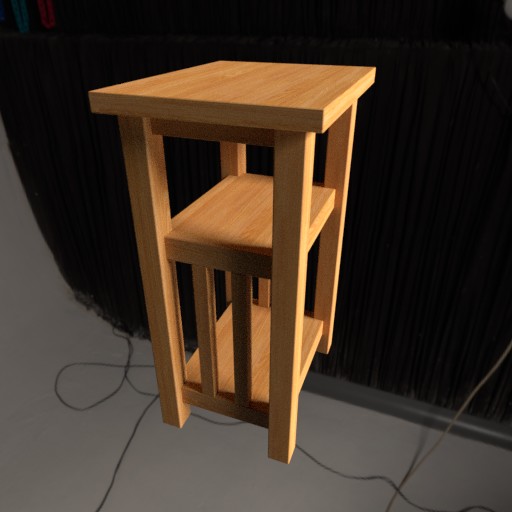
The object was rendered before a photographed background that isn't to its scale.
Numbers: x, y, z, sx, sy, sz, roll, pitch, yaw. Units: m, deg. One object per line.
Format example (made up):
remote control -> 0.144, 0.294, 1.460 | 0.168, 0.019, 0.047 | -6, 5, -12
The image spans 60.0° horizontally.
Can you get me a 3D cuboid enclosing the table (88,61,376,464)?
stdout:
table -> 0.000, 0.000, 0.730 | 0.270, 0.550, 0.350 | 11, 31, 18
